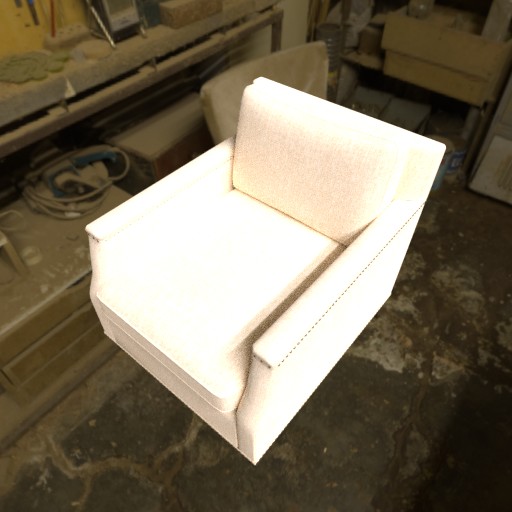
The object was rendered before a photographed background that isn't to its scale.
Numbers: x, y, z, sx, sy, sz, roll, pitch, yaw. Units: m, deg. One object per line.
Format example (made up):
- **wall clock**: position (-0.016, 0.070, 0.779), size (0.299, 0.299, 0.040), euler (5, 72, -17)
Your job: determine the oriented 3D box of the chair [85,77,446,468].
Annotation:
- **chair**: position (0.000, 0.000, 1.709), size (0.838, 0.940, 1.041), euler (31, 54, 26)
